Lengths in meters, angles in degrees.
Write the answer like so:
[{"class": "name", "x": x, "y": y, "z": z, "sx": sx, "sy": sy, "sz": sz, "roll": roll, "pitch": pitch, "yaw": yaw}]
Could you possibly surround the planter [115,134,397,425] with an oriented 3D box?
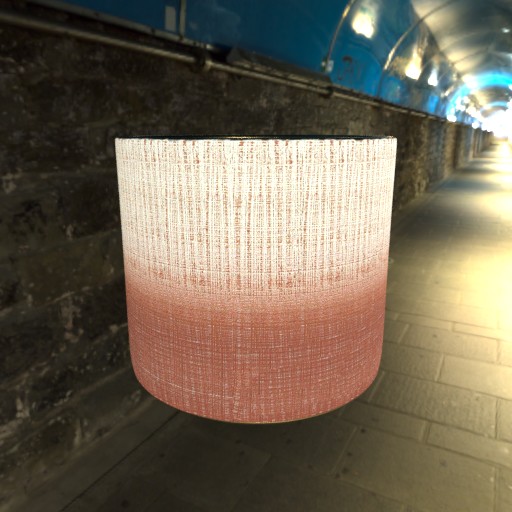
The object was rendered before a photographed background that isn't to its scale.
[{"class": "planter", "x": 0.000, "y": 0.000, "z": 0.383, "sx": 0.221, "sy": 0.201, "sz": 0.221, "roll": 0, "pitch": 16, "yaw": 0}]
